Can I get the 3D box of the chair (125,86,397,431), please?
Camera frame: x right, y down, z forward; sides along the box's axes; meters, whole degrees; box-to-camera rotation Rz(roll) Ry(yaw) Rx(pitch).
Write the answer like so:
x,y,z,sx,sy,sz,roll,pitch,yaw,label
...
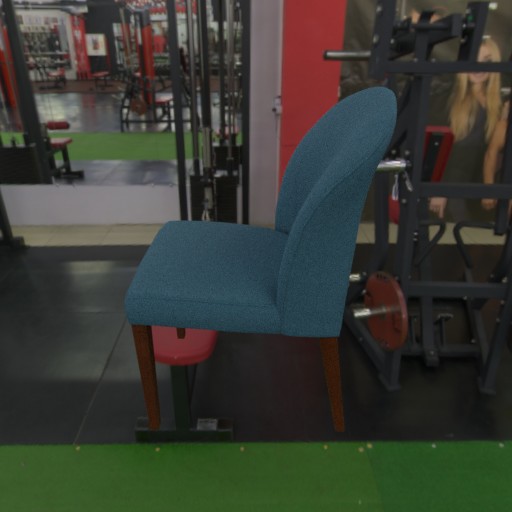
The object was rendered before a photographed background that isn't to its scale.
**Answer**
x,y,z,sx,sy,sz,roll,pitch,yaw,label
0.000,0.000,1.232,0.620,0.879,0.507,1,26,1,chair
